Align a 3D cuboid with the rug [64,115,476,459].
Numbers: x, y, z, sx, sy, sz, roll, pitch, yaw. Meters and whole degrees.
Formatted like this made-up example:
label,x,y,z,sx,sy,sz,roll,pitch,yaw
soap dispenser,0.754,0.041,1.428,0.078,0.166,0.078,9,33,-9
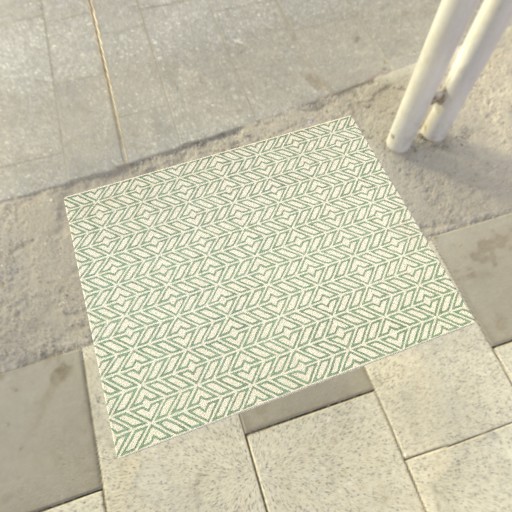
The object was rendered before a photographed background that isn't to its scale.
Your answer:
label,x,y,z,sx,sy,sz,roll,pitch,yaw
rug,0.000,0.000,3.988,3.050,0.017,2.441,-18,65,-9
